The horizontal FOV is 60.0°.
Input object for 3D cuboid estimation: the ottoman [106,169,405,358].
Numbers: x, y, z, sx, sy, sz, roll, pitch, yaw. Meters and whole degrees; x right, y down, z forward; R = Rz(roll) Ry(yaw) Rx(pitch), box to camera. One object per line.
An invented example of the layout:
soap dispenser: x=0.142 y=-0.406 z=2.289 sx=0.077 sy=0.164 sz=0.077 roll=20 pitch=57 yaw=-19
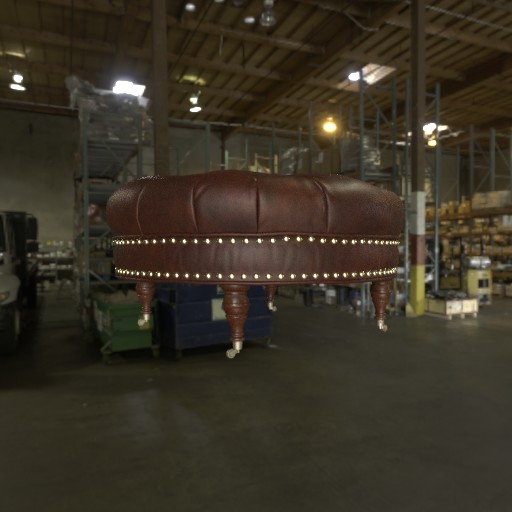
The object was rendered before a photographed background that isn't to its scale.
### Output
ottoman: x=0.000 y=0.000 z=1.395 sx=0.901 sy=0.455 sz=0.901 roll=0 pitch=1 yaw=0
